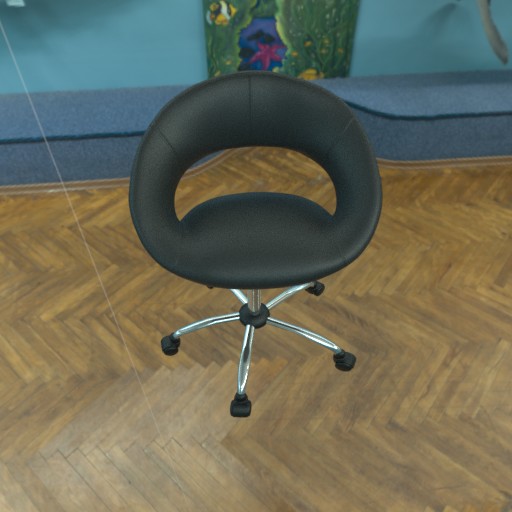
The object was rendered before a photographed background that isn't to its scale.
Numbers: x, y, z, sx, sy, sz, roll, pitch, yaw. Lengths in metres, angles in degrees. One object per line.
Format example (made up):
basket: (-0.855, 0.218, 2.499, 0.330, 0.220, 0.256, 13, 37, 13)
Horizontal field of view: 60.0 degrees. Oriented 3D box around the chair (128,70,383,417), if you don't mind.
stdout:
chair: (0.000, 0.000, 1.167, 0.612, 0.791, 0.538, -2, 46, -2)
